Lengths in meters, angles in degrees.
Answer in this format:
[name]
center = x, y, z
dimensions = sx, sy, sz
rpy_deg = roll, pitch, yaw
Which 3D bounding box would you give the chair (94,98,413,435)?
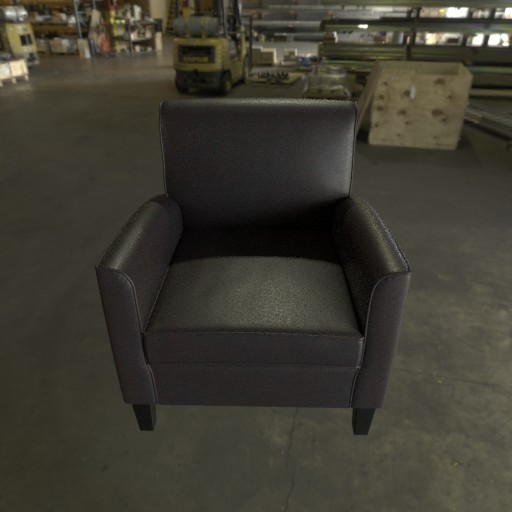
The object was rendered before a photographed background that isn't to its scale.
[chair]
center = 0.000, 0.000, 1.548
dimensions = 0.820, 0.916, 0.819
rpy_deg = 1, 30, 1
